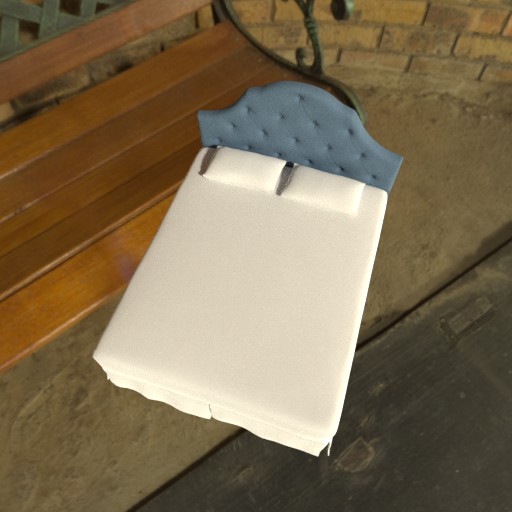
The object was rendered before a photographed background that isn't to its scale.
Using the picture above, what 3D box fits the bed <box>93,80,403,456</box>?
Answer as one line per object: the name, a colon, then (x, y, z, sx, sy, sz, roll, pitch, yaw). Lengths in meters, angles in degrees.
bed: (0.000, 0.000, 3.717, 2.039, 1.617, 2.477, 16, 60, 9)
